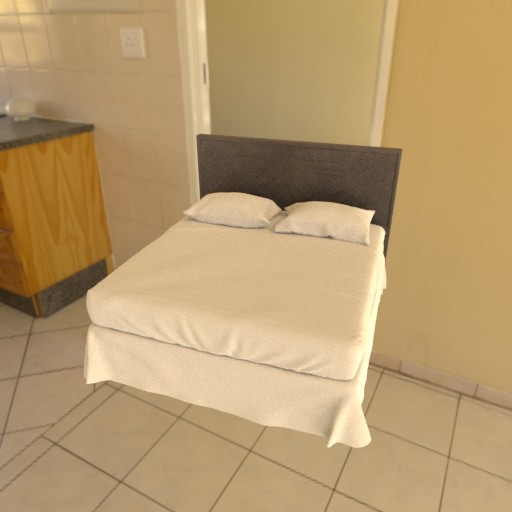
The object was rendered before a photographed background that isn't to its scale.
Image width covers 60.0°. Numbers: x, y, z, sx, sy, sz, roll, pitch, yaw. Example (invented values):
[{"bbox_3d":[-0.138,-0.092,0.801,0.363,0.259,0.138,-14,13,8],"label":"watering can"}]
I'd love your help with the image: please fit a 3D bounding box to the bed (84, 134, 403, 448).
[{"bbox_3d":[0.000,0.000,2.932,1.772,1.142,1.785,9,28,17],"label":"bed"}]
